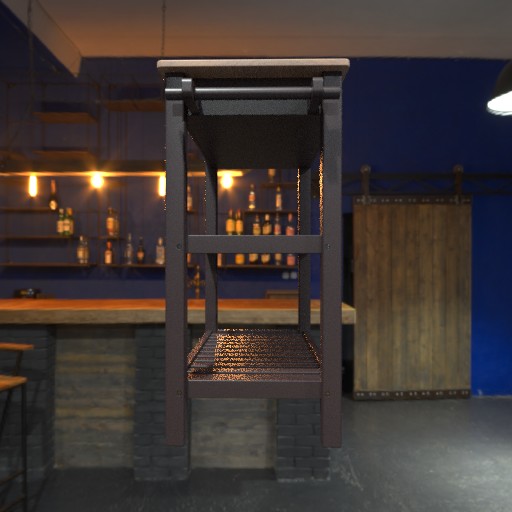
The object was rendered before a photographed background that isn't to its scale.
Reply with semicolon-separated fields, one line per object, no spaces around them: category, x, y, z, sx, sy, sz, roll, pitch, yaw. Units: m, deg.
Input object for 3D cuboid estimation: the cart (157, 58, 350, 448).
cart;0.000;0.000;1.431;0.457;0.927;0.899;0;0;1
